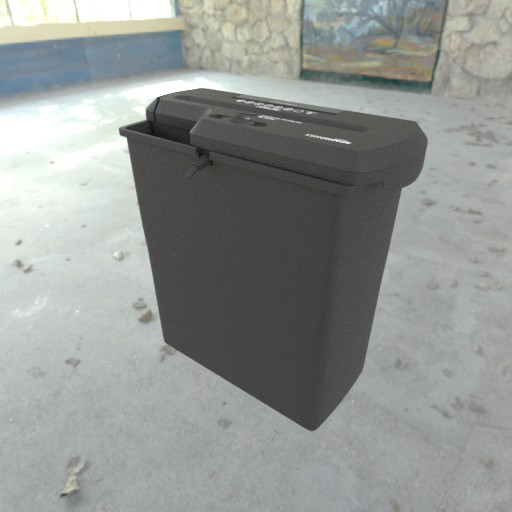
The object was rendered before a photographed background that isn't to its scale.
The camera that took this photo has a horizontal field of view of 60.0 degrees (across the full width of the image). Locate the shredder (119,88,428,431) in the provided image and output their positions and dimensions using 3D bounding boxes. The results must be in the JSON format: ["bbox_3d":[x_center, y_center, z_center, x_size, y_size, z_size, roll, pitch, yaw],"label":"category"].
[{"bbox_3d":[0.000,0.000,0.518,0.320,0.335,0.170,22,37,32],"label":"shredder"}]
